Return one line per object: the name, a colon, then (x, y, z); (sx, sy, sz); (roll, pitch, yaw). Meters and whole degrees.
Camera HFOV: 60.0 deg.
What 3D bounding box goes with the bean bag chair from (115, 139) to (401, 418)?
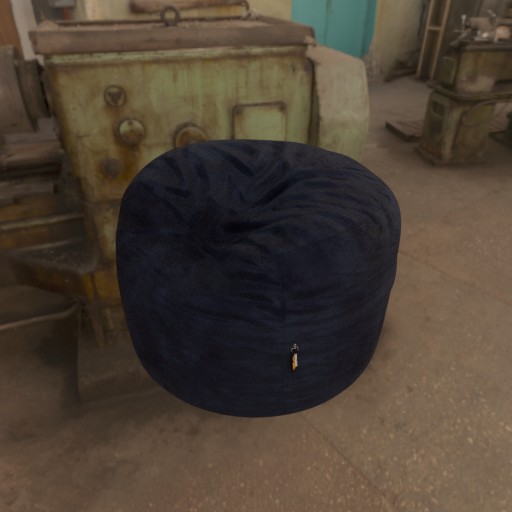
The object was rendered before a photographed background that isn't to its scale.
bean bag chair: (0.000, 0.000, 1.510); (0.918, 0.616, 0.918); (0, 33, 0)
